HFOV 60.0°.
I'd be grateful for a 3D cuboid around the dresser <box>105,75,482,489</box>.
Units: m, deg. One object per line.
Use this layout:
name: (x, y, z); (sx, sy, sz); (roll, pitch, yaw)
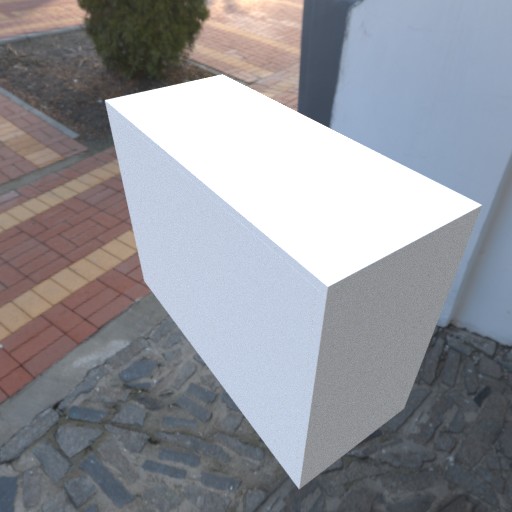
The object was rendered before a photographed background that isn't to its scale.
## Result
dresser: (0.000, 0.000, 1.492); (0.460, 0.820, 1.100); (-24, 45, -26)
